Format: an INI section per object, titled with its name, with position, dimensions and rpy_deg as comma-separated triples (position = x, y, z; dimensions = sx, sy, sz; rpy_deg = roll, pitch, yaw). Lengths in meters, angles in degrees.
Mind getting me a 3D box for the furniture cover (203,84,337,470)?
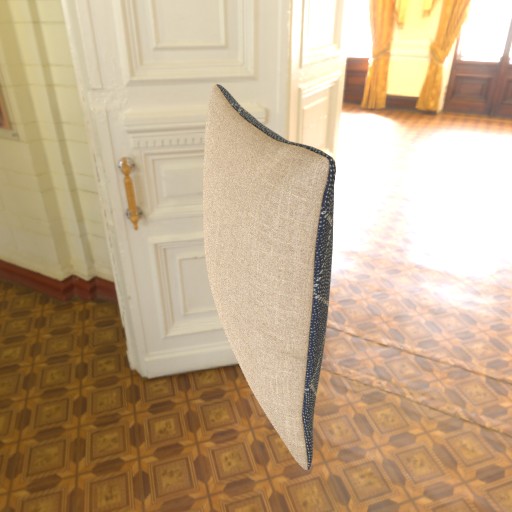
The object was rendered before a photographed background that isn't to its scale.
[furniture cover]
position = 0.000, 0.000, 0.779
dimensions = 0.162, 0.503, 0.511
rpy_deg = -9, 31, -15
